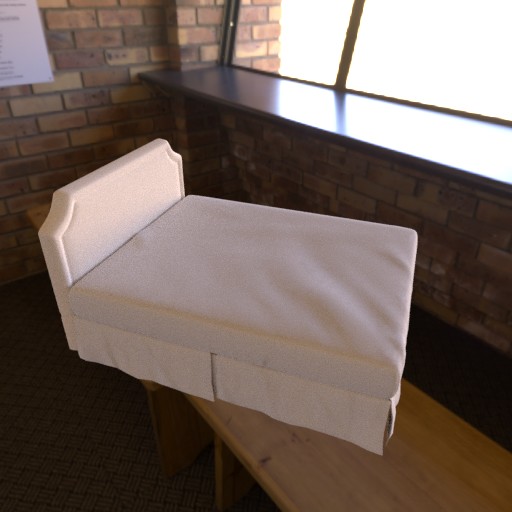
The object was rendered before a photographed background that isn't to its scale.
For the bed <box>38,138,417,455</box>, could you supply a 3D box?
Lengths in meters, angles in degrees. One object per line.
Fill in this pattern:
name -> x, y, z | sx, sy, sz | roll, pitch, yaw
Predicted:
bed -> 0.000, 0.000, 3.557 | 2.498, 1.293, 1.977 | 11, 33, 17
